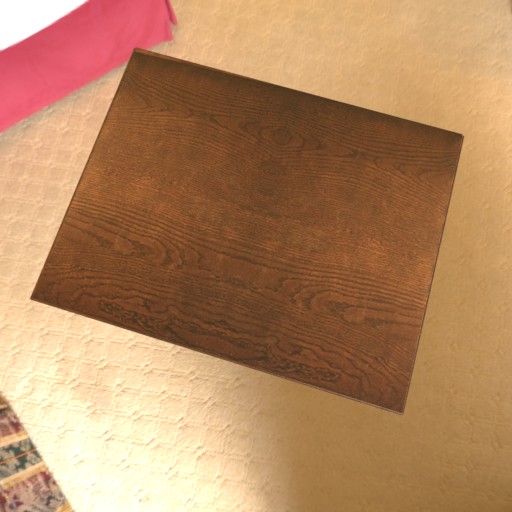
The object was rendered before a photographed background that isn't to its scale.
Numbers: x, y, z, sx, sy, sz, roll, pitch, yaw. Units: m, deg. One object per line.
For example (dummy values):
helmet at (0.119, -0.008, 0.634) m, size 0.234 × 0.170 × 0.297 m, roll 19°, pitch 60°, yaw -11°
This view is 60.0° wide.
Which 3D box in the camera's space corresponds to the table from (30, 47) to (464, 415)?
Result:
table at (0.000, 0.000, 0.991) m, size 0.586 × 0.597 × 0.461 m, roll 16°, pitch 77°, yaw 4°
